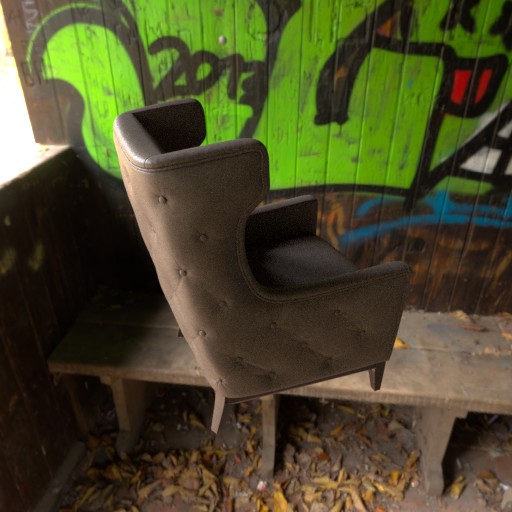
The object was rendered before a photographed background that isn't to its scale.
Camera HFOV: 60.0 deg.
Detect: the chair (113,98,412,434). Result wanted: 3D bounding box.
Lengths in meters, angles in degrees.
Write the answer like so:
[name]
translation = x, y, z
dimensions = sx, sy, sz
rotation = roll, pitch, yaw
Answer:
[chair]
translation = 0.000, 0.000, 1.711
dimensions = 0.899, 1.079, 0.769
rotation = -11, 31, -19
